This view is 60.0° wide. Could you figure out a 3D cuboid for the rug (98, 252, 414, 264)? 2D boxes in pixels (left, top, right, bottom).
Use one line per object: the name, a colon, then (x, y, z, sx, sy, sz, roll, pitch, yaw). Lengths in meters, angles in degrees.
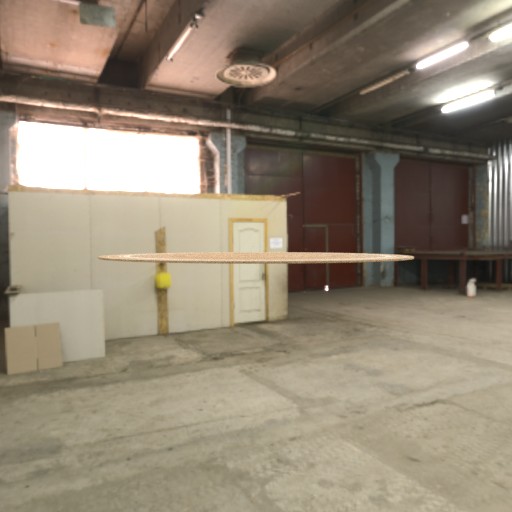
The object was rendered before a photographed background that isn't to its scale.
rug: (0.000, 0.000, 3.632, 2.444, 0.015, 2.444, 0, 2, 0)
